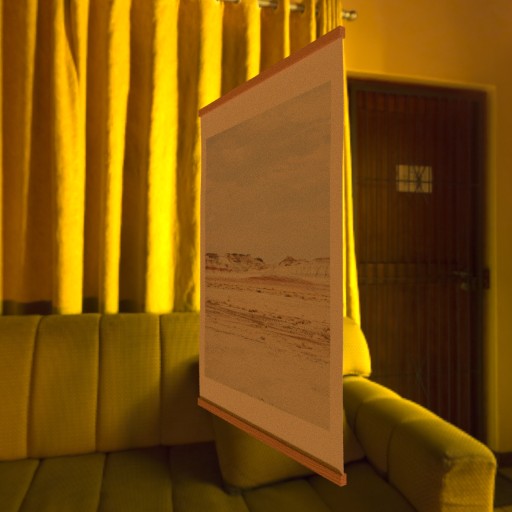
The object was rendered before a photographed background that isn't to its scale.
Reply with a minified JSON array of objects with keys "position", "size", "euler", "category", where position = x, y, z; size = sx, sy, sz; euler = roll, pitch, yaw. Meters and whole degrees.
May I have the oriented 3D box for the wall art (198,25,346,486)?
[{"position":[0.000,0.000,1.884],"size":[0.025,1.521,1.011],"euler":[0,-1,-35],"category":"wall art"}]
